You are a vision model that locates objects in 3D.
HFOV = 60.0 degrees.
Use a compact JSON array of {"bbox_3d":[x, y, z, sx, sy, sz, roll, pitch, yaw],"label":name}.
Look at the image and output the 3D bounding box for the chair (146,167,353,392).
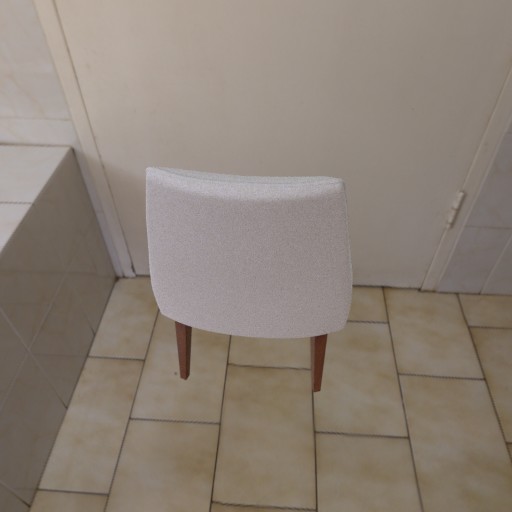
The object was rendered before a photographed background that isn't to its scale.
[{"bbox_3d":[0.000,0.000,1.234,0.529,0.861,0.544,4,46,4],"label":"chair"}]
